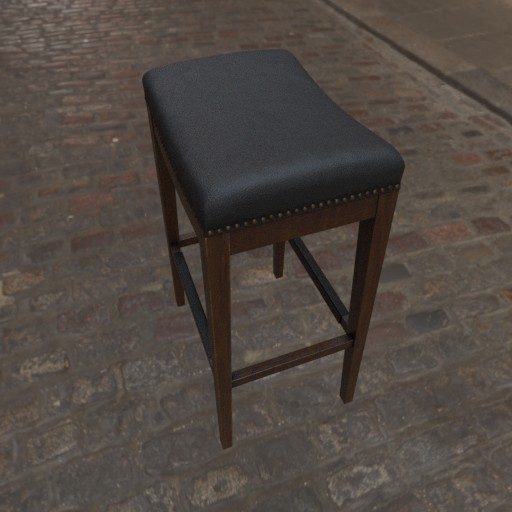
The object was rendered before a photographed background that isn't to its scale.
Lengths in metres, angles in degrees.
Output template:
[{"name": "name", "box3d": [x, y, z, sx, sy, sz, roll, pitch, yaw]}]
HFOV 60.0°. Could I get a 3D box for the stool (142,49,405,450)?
[{"name": "stool", "box3d": [0.000, 0.000, 1.028, 0.361, 0.765, 0.500, -15, 48, -14]}]
